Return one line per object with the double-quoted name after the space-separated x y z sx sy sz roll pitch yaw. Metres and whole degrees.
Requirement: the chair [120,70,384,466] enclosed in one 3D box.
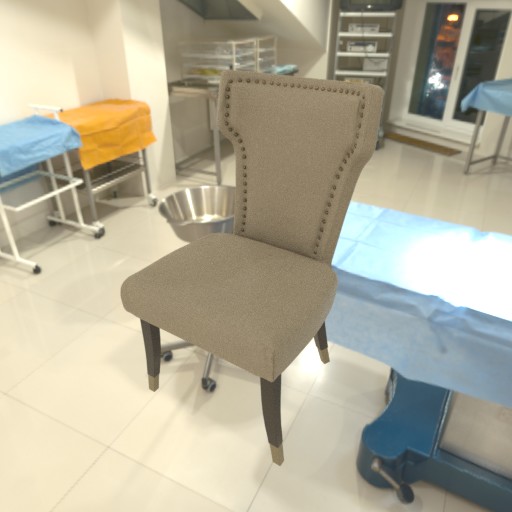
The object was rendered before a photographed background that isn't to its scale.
0.000 0.000 1.321 0.526 0.955 0.630 19 35 28 "chair"
